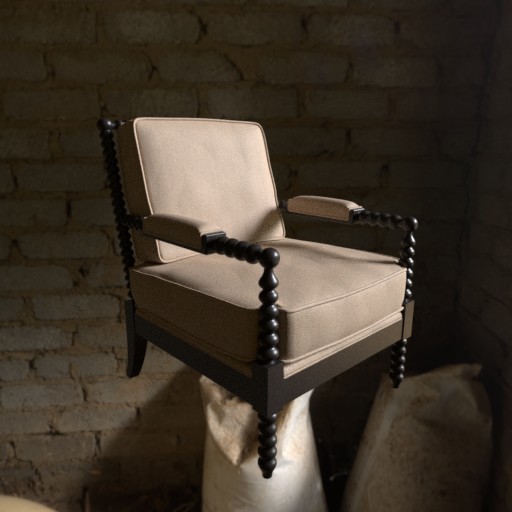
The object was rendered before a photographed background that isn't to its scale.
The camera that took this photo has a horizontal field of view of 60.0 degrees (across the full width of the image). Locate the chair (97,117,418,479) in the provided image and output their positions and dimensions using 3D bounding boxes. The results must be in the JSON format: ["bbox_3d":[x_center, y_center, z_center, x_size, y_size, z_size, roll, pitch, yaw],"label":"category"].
[{"bbox_3d":[0.000,0.000,1.158,0.555,0.703,0.657,-13,19,-41],"label":"chair"}]
